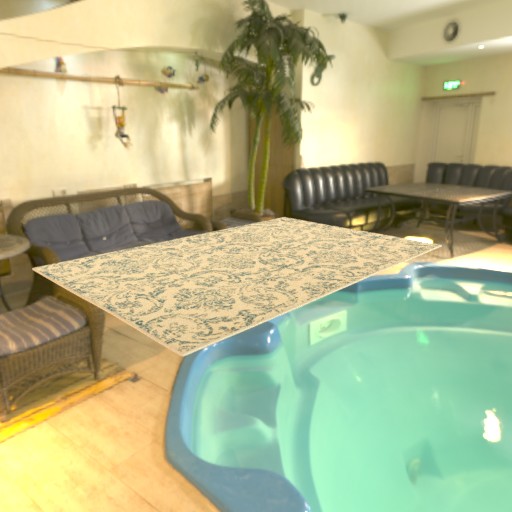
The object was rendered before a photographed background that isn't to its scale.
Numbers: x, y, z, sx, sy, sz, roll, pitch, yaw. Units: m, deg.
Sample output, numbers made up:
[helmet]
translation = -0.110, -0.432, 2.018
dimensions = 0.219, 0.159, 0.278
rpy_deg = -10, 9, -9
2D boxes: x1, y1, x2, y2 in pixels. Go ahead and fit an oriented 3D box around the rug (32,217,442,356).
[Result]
[rug]
translation = 0.000, 0.000, 3.511
dimensions = 1.819, 0.018, 2.746
rpy_deg = 15, 22, 43
